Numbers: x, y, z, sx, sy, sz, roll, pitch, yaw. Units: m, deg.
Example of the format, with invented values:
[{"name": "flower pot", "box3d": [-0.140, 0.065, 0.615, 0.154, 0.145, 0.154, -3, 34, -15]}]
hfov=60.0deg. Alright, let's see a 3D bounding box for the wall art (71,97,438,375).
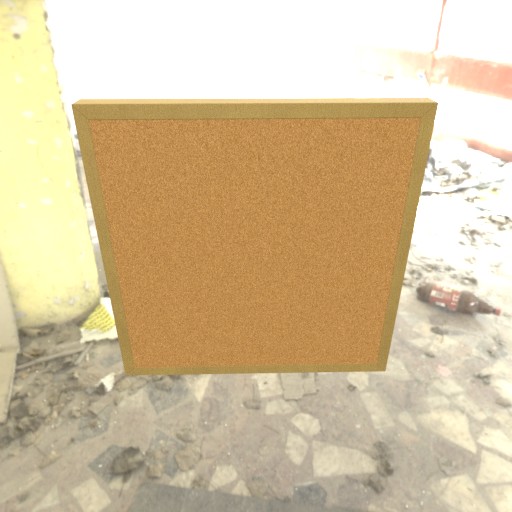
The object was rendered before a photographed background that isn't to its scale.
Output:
[{"name": "wall art", "box3d": [0.000, 0.000, 0.754, 0.508, 0.508, 0.038, -1, 30, -1]}]
